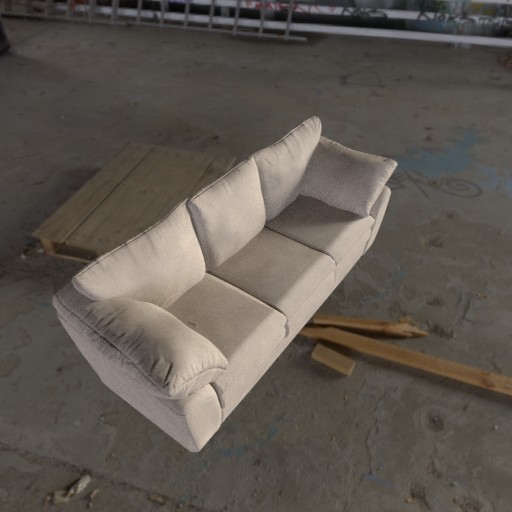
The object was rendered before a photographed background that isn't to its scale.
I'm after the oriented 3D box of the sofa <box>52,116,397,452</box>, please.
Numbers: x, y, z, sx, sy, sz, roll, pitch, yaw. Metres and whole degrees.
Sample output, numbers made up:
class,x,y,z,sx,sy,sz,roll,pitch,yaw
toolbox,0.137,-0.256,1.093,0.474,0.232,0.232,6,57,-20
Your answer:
class,x,y,z,sx,sy,sz,roll,pitch,yaw
sofa,0.000,0.000,2.826,0.878,0.996,2.334,26,47,26
